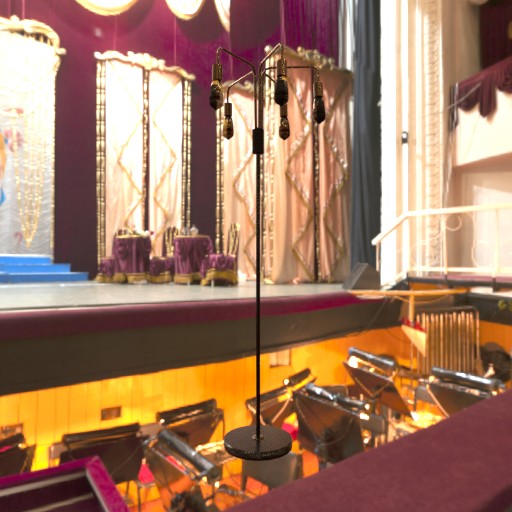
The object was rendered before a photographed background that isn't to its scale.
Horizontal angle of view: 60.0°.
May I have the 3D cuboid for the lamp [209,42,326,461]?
[{"bbox_3d":[0.000,0.000,2.016,0.572,1.721,0.599,0,0,-35],"label":"lamp"}]
